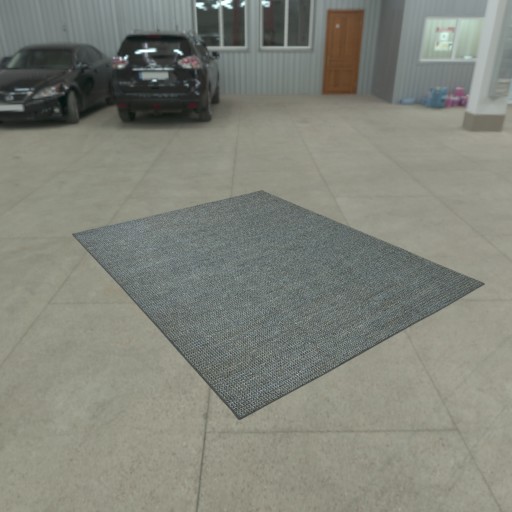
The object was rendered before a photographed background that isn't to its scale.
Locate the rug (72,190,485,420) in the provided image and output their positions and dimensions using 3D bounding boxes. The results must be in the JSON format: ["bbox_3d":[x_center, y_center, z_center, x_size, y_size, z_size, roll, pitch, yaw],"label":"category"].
[{"bbox_3d":[0.000,0.000,4.099,2.456,0.021,3.068,-18,32,-32],"label":"rug"}]
